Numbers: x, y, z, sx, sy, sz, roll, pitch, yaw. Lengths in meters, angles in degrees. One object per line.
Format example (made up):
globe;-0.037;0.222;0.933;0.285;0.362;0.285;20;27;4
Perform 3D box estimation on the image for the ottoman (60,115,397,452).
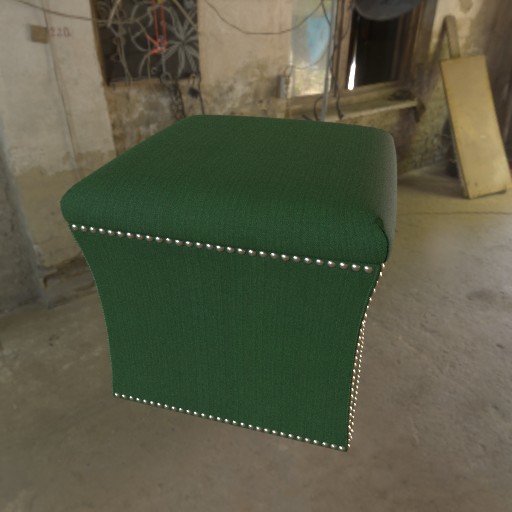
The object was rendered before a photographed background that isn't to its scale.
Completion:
ottoman;0.000;0.000;0.901;0.497;0.475;0.507;8;32;13
